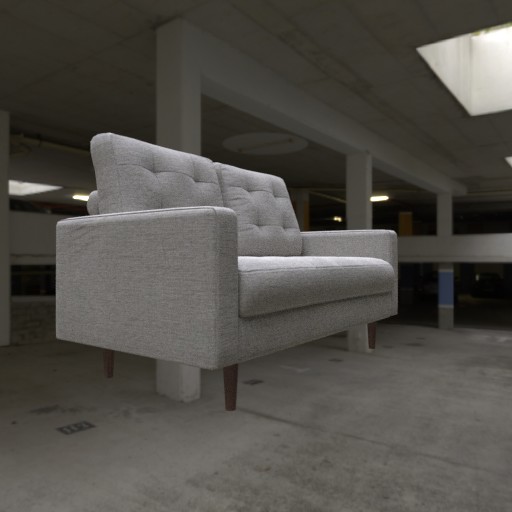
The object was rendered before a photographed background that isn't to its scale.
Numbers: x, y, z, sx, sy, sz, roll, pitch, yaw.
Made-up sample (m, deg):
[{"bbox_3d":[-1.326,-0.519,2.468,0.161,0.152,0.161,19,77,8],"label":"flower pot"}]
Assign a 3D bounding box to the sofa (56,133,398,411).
[{"bbox_3d":[0.000,0.000,1.933,0.842,0.907,1.407,0,0,36],"label":"sofa"}]
